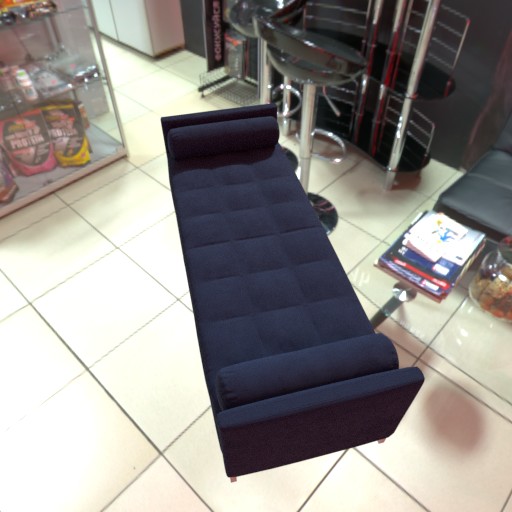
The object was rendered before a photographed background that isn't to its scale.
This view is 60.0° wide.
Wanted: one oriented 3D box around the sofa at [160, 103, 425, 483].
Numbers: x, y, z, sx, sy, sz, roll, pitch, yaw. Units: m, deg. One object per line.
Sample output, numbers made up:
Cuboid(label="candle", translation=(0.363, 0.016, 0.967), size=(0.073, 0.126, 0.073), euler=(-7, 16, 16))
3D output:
Cuboid(label="sofa", translation=(0.000, 0.000, 2.470), size=(0.797, 0.657, 2.102), euler=(-10, 48, -9))
